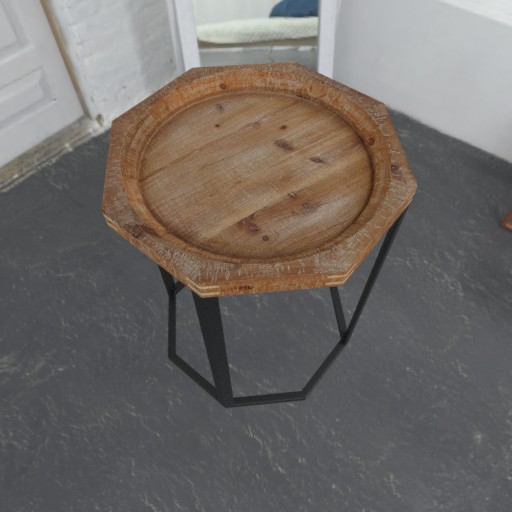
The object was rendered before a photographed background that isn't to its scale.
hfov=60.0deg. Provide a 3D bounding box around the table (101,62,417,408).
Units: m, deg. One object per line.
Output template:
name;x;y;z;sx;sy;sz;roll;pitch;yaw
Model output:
table;0.000;0.000;0.864;0.458;0.543;0.458;14;58;9
